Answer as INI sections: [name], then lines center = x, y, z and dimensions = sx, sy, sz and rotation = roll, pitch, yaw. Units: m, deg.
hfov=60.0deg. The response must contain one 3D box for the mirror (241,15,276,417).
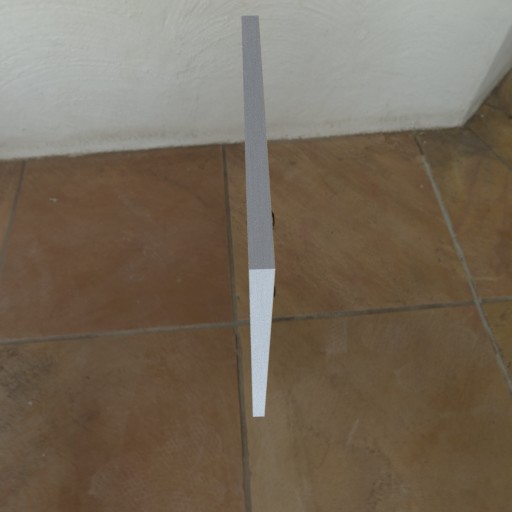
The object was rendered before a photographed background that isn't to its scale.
[mirror]
center = 0.000, 0.000, 1.150
dimensions = 0.040, 0.915, 0.609
rotation = -2, 58, -1
